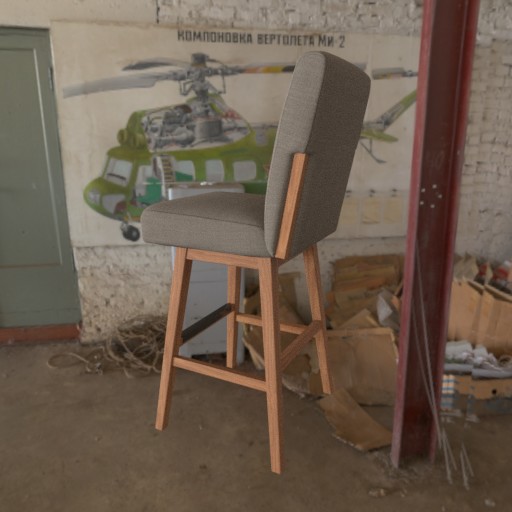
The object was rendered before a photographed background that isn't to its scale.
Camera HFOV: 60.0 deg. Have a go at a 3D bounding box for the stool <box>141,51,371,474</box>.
[{"bbox_3d":[0.000,0.000,1.399,0.570,1.112,0.483,8,17,26],"label":"stool"}]
